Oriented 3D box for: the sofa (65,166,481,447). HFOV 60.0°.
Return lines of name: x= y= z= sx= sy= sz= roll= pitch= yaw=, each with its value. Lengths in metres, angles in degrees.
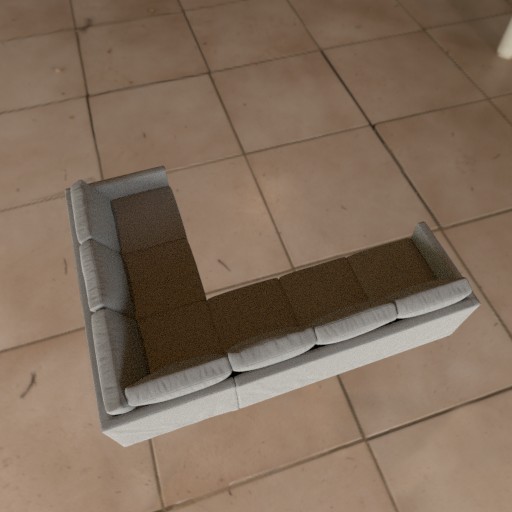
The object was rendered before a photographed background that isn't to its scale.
sofa: x=0.000 y=0.000 z=4.254 sx=3.182 sy=0.871 sz=2.432 roll=-16 pitch=59 yaw=-10
